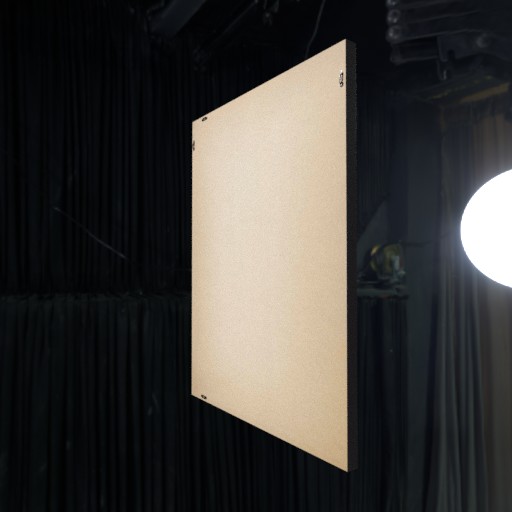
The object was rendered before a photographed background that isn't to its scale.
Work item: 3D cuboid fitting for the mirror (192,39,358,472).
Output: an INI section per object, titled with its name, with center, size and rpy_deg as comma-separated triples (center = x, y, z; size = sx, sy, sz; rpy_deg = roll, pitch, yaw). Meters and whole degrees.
[mirror]
center = 0.000, 0.000, 1.356
size = 0.041, 1.016, 0.762
rpy_deg = 1, -1, -36
